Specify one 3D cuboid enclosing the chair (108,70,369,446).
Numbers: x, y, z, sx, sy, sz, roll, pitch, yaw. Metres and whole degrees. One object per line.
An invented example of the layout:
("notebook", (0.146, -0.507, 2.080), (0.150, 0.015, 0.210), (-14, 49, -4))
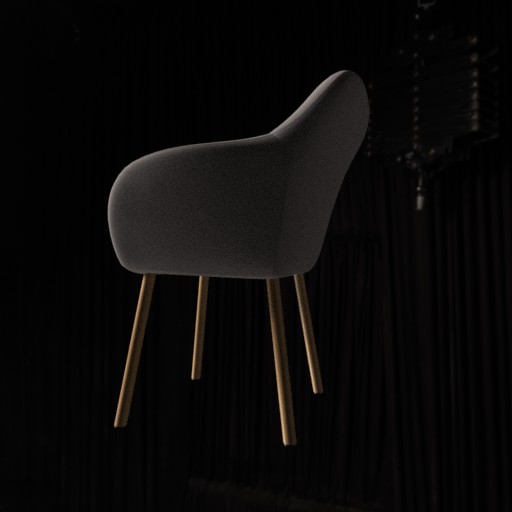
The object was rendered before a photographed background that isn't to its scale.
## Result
("chair", (0.000, 0.000, 1.203), (0.590, 0.830, 0.570), (0, 0, 17))
